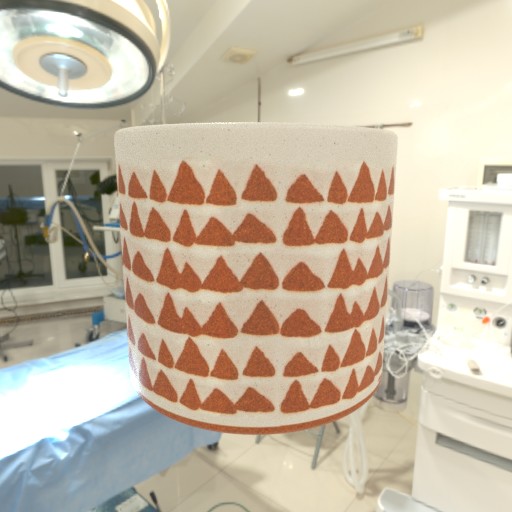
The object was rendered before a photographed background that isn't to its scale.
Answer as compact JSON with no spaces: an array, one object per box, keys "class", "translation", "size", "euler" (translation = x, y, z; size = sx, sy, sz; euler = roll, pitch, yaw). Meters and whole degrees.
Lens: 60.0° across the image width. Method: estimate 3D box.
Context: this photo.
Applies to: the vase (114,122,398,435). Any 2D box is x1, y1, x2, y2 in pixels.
[{"class":"vase","translation":[0.000,0.000,0.237],"size":[0.137,0.127,0.137],"euler":[0,12,0]}]
